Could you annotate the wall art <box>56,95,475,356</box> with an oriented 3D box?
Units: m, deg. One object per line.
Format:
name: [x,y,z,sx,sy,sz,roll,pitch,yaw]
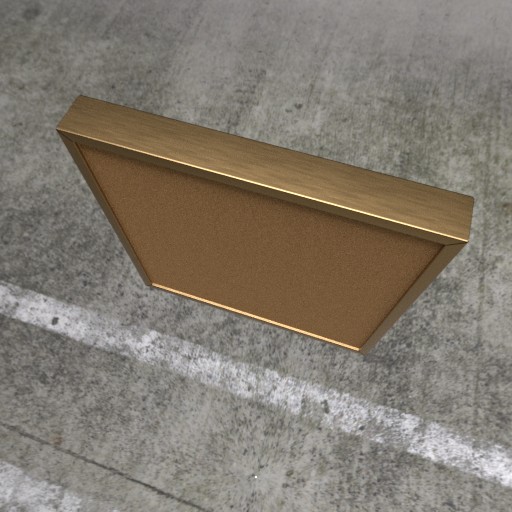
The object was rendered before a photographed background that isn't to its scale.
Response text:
wall art: [0.000,0.000,0.454,0.305,0.305,0.037,17,65,8]
